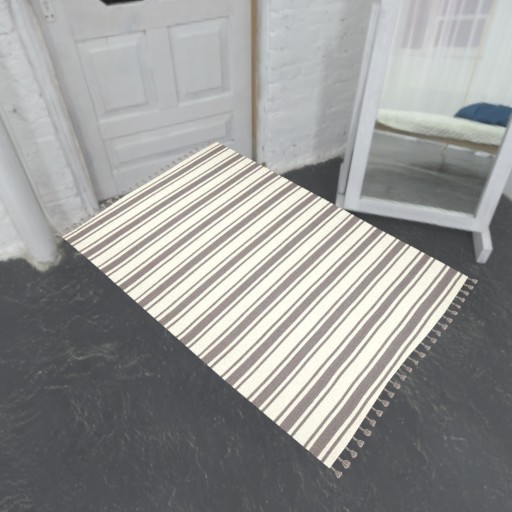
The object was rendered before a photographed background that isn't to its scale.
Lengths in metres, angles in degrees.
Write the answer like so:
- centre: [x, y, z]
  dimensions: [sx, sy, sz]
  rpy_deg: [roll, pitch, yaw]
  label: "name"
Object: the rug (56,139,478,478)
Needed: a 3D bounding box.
- centre: [0.000, 0.000, 2.972]
  dimensions: [2.425, 0.014, 1.563]
  rpy_deg: [34, 56, 26]
  label: "rug"
